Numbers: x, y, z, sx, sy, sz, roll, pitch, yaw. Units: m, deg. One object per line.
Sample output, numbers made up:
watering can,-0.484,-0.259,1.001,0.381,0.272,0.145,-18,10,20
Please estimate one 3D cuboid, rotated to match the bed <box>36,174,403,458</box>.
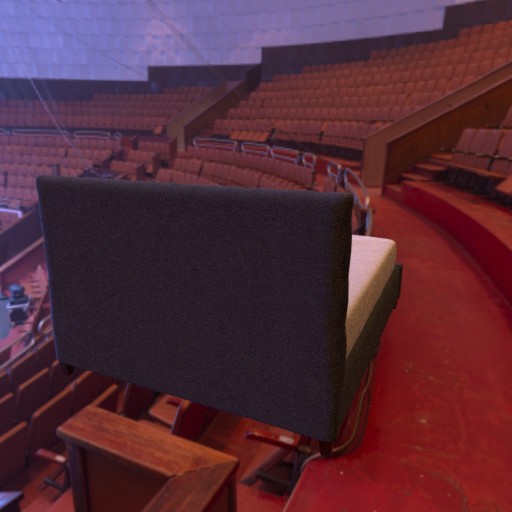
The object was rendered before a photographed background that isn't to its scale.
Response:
bed,0.000,0.000,3.624,2.078,1.427,2.387,7,18,24
